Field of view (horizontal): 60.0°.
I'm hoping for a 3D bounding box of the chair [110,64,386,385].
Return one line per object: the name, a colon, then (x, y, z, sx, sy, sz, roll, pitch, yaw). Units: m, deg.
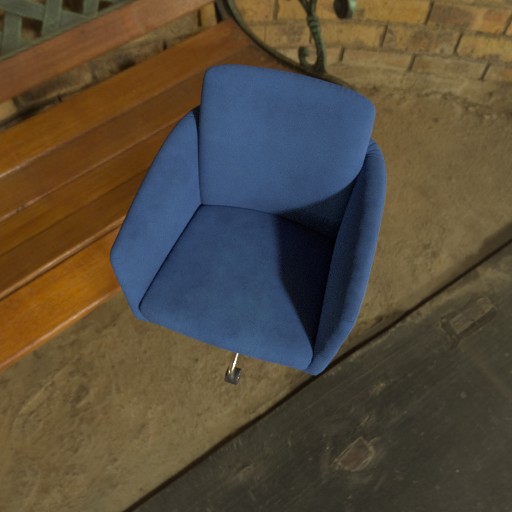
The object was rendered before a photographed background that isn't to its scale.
chair: (0.000, 0.000, 1.367, 0.641, 0.908, 0.635, 16, 61, 9)
